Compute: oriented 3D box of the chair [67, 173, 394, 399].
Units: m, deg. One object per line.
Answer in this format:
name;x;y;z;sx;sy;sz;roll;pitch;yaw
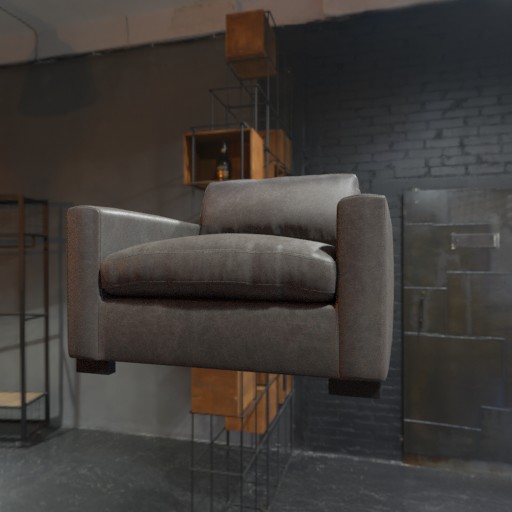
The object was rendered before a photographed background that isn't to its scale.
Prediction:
chair;0.000;0.000;1.862;1.106;0.807;1.080;0;0;17
